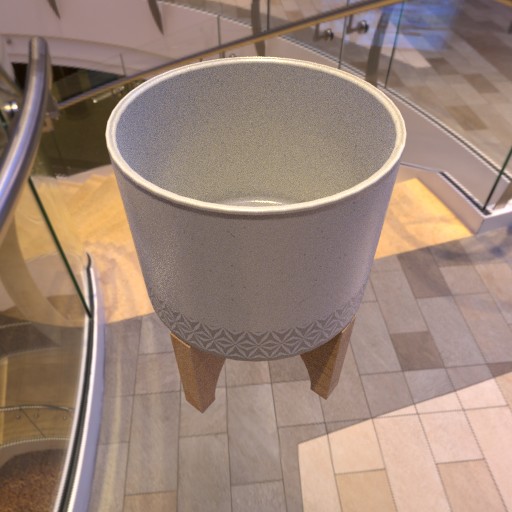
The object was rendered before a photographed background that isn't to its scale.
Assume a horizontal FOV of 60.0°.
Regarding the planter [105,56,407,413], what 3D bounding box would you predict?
[{"bbox_3d":[0.000,0.000,0.259,0.130,0.178,0.130,0,46,0],"label":"planter"}]
